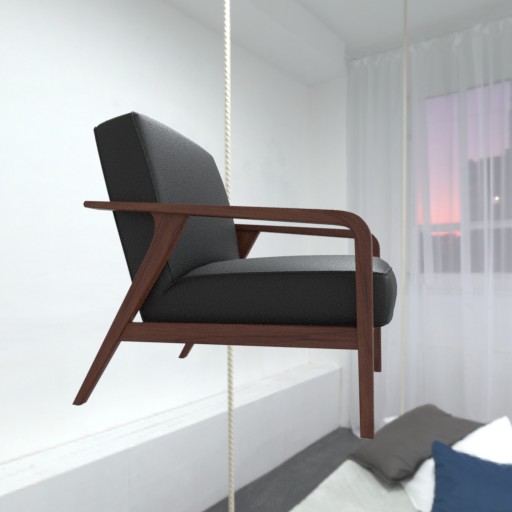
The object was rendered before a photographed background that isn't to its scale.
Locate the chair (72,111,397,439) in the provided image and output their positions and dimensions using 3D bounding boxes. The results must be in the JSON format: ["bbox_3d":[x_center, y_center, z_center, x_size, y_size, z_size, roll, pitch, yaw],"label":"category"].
[{"bbox_3d":[0.000,0.000,1.467,0.889,0.861,0.719,0,-1,17],"label":"chair"}]
